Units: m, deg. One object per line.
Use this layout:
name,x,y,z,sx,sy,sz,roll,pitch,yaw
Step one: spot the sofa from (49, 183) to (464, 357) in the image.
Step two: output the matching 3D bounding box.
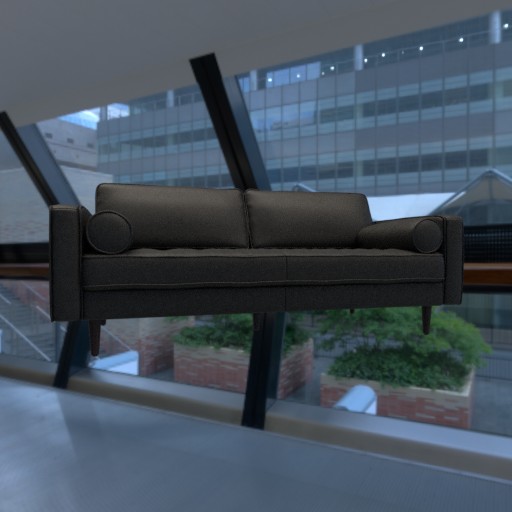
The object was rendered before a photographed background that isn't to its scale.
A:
sofa,0.000,0.000,2.301,1.879,0.770,0.921,0,1,-17
